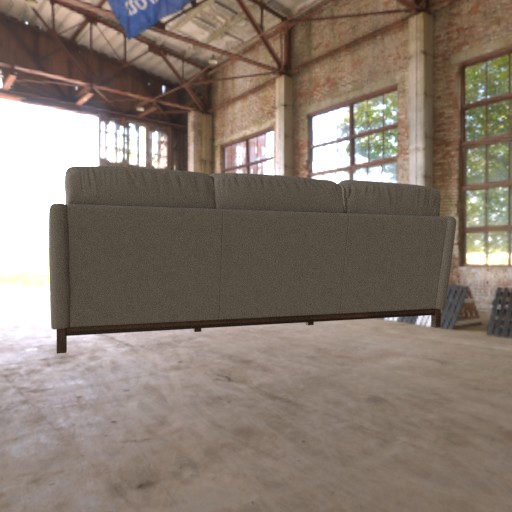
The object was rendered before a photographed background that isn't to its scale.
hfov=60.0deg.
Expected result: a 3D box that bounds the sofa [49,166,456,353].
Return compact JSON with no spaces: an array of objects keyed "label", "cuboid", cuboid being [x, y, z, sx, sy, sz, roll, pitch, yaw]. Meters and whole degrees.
[{"label":"sofa","cuboid":[0.000,0.000,2.843,2.344,0.926,0.987,0,0,-19]}]
